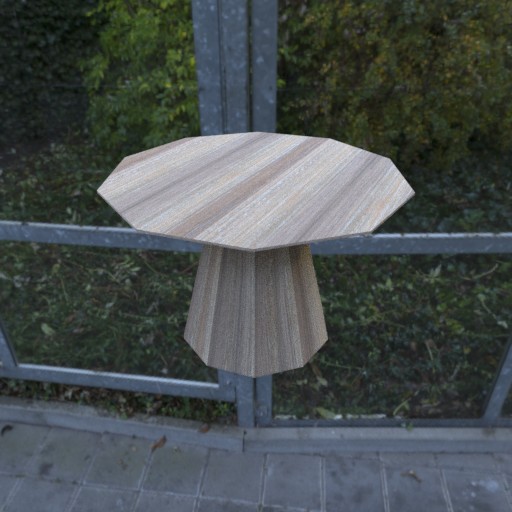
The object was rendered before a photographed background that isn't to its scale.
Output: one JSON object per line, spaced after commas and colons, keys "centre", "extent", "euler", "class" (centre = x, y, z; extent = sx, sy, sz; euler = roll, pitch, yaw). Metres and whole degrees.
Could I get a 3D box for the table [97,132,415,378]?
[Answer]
{"centre": [0.000, 0.000, 1.923], "extent": [1.186, 0.752, 1.186], "euler": [0, 31, 0], "class": "table"}
